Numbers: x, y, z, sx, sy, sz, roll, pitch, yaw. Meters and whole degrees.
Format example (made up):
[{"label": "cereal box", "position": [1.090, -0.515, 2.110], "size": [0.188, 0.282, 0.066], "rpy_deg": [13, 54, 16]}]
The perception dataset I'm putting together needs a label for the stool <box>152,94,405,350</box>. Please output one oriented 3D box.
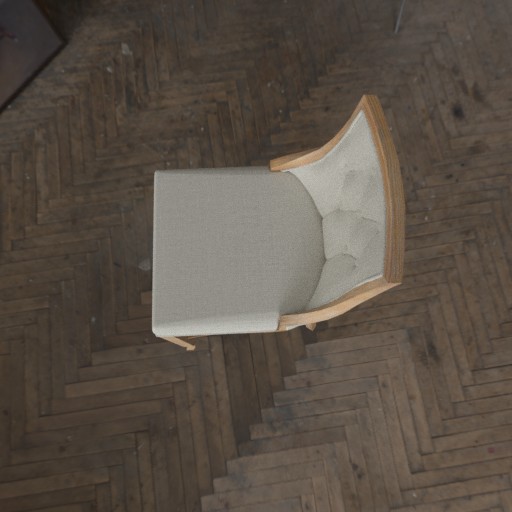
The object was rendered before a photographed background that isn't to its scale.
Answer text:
[{"label": "stool", "position": [0.000, 0.000, 1.469], "size": [0.626, 1.101, 0.524], "rpy_deg": [-3, 75, -1]}]
